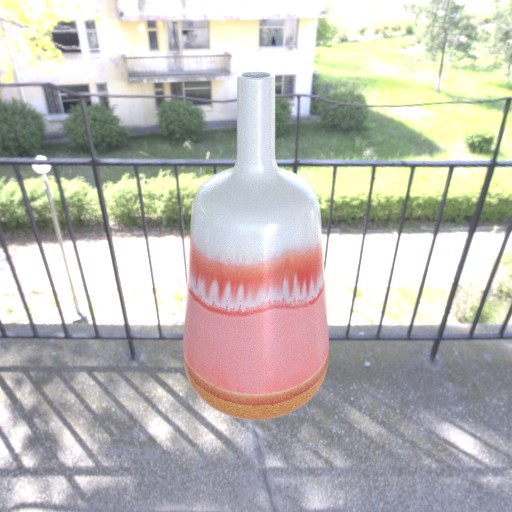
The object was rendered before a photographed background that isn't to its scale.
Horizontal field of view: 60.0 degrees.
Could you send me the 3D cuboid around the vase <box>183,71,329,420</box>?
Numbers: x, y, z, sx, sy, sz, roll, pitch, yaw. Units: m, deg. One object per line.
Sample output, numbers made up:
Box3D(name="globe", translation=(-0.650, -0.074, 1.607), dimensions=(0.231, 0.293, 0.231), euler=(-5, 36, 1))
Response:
Box3D(name="vase", translation=(0.000, 0.000, 0.385), dimensions=(0.144, 0.296, 0.144), euler=(0, 32, 0))
